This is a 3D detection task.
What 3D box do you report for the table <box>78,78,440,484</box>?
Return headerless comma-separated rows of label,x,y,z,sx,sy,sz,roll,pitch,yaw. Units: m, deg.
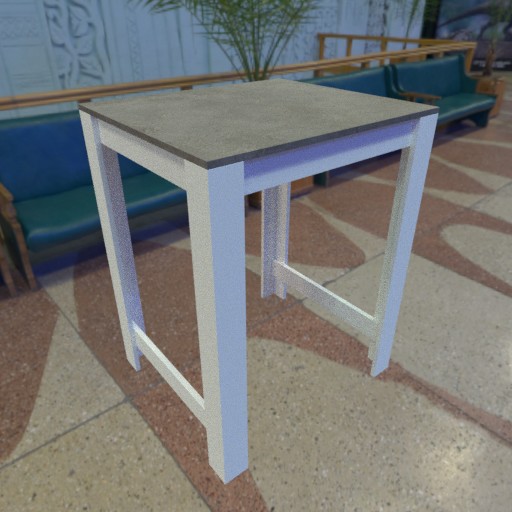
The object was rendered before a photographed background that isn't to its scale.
table,0.000,0.000,1.555,0.800,1.020,0.700,-22,36,-33
